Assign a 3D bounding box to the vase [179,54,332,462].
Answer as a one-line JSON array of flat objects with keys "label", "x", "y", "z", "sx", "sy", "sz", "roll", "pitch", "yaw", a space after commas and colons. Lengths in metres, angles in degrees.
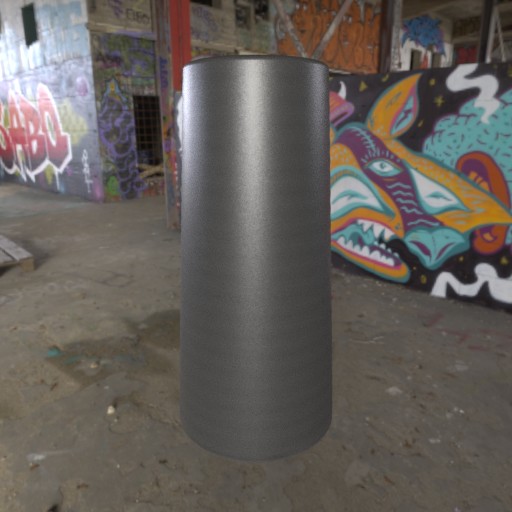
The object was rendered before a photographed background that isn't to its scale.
[{"label": "vase", "x": 0.000, "y": 0.000, "z": 0.363, "sx": 0.136, "sy": 0.289, "sz": 0.136, "roll": -8, "pitch": 18, "yaw": -25}]
